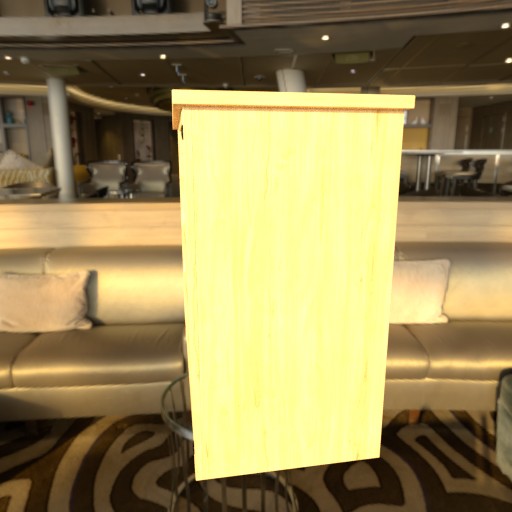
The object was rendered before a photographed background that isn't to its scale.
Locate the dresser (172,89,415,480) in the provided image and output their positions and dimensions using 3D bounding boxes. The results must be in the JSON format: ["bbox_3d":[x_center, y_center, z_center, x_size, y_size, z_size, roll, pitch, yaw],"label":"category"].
[{"bbox_3d":[0.000,0.000,1.188,0.410,0.730,0.800,-2,13,-10],"label":"dresser"}]
